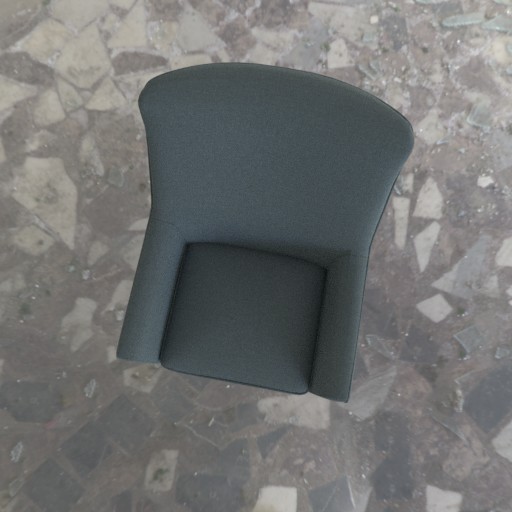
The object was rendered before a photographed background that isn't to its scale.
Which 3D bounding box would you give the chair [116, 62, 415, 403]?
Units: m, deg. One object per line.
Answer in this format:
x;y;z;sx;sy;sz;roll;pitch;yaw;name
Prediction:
0.000;0.000;1.548;0.756;0.916;0.879;10;76;3;chair
